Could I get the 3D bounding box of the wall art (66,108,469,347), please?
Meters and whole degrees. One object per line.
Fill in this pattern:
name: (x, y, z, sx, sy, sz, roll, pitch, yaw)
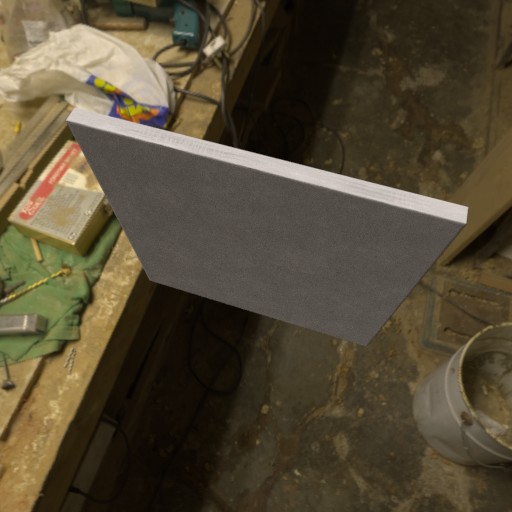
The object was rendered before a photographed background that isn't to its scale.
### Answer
wall art: (0.000, 0.000, 0.457, 0.303, 0.303, 0.015, 16, 64, 8)
